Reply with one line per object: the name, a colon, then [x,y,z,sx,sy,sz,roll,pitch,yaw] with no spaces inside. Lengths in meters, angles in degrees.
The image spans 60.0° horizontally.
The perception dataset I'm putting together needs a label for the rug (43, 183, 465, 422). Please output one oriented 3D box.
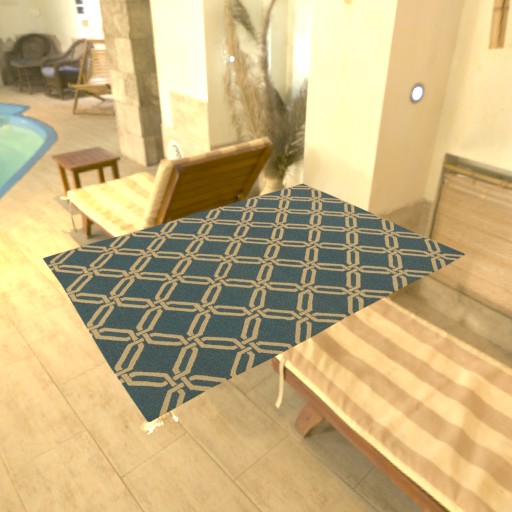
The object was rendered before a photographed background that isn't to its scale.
rug: [0.000,0.000,2.721,2.135,0.013,1.524,-20,36,-31]
